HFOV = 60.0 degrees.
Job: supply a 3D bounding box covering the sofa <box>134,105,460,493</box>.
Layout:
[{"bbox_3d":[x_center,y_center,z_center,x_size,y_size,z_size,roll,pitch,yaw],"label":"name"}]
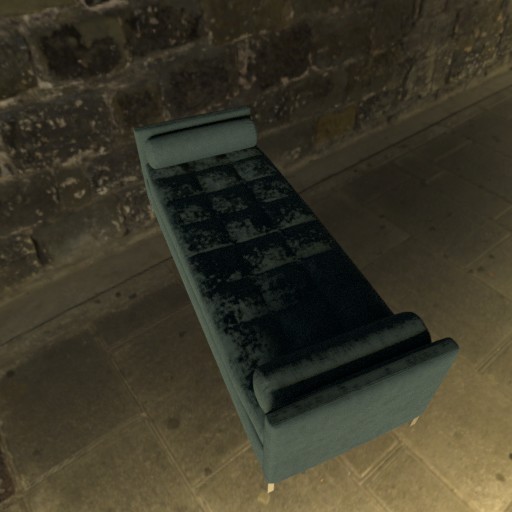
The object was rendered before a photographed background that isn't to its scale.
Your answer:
[{"bbox_3d":[0.000,0.000,2.421,0.797,0.657,2.102,-17,48,-16],"label":"sofa"}]
